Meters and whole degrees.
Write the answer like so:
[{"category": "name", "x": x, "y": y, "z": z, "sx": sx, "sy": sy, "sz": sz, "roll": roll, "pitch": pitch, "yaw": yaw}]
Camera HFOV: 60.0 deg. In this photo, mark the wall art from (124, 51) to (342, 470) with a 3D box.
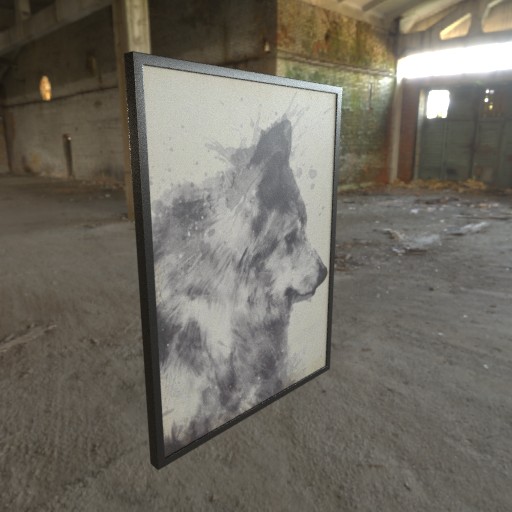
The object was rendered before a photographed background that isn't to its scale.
[{"category": "wall art", "x": 0.000, "y": 0.000, "z": 1.379, "sx": 0.039, "sy": 1.061, "sz": 0.804, "roll": 13, "pitch": 19, "yaw": 43}]
